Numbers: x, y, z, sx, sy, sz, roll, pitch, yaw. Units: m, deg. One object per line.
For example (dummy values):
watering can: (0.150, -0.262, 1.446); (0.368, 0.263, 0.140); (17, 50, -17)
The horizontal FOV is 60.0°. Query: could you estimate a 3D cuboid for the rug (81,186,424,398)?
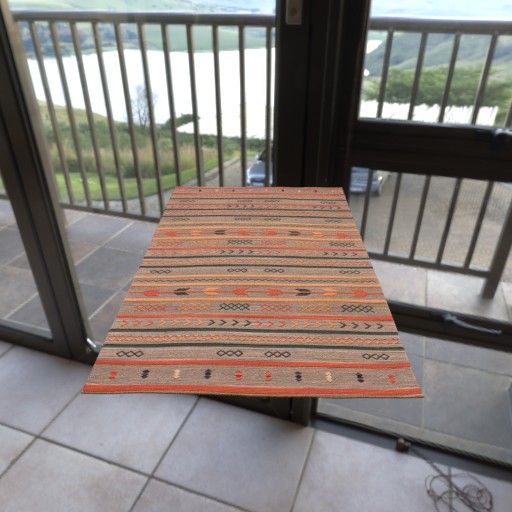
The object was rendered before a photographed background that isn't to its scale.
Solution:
rug: (0.000, 0.000, 3.015); (1.537, 0.029, 2.439); (0, 31, 1)
